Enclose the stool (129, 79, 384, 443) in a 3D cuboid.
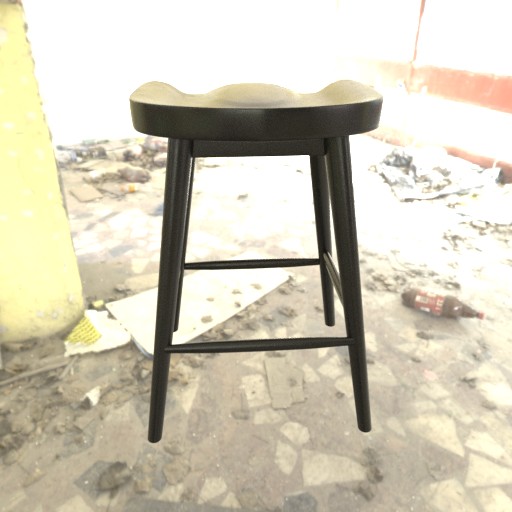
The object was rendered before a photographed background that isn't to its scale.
[{"bbox_3d":[0.000,0.000,0.870,0.440,0.615,0.361,-2,29,-3],"label":"stool"}]
